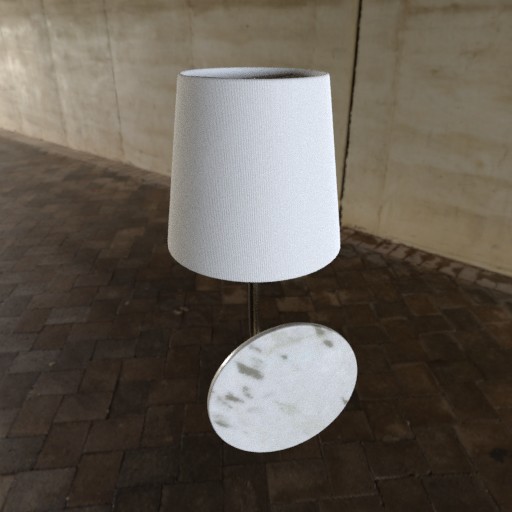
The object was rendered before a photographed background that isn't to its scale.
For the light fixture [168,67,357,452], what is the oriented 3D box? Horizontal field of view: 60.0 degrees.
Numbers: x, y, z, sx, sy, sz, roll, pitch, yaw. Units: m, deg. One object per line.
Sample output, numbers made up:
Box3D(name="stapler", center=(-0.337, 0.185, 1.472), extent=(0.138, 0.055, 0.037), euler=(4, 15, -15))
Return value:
Box3D(name="light fixture", center=(0.000, 0.000, 0.441), extent=(0.168, 0.337, 0.188), euler=(-8, 28, -15))
